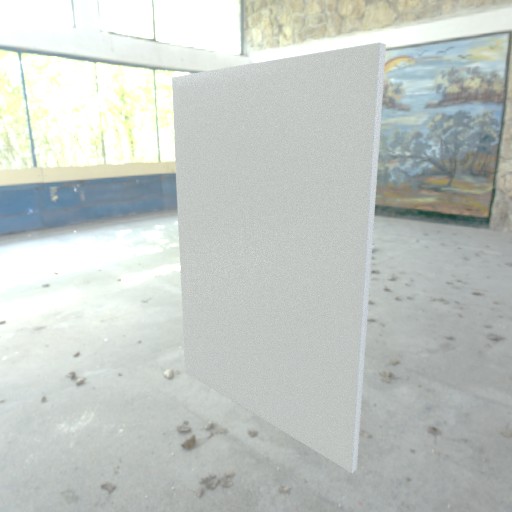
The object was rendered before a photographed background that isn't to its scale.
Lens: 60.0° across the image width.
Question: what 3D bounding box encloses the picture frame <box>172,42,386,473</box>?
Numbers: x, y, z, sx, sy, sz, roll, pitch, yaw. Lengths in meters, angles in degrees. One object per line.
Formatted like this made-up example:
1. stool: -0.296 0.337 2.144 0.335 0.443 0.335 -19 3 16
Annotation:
1. picture frame: 0.000 0.000 0.663 0.012 0.534 0.381 -14 20 -43
